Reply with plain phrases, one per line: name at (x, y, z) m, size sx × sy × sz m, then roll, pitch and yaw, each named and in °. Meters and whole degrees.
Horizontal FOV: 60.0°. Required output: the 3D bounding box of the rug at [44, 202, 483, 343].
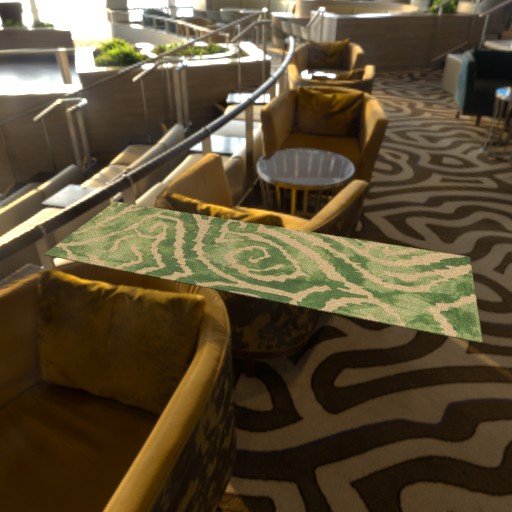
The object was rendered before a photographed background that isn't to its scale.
rug at (0.000, 0.000, 2.657) m, size 2.438 × 0.006 × 0.761 m, roll 10°, pitch 34°, yaw 15°
